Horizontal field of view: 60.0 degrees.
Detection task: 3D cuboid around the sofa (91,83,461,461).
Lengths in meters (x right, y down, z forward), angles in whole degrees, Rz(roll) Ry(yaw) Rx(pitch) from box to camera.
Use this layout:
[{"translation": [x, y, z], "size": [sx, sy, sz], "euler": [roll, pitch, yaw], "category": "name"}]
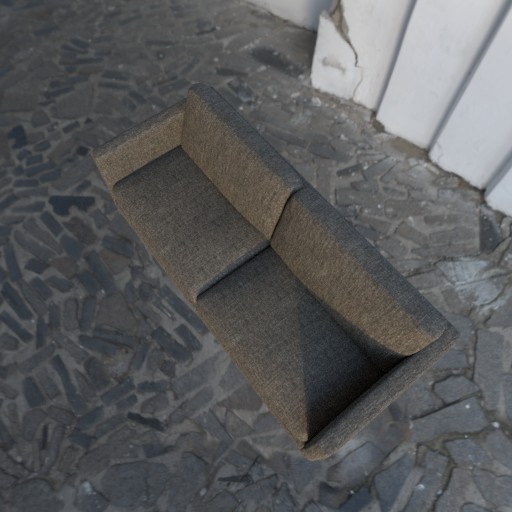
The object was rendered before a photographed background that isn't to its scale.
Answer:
[{"translation": [0.000, 0.000, 2.713], "size": [0.948, 0.960, 2.208], "euler": [-35, 69, -16], "category": "sofa"}]
